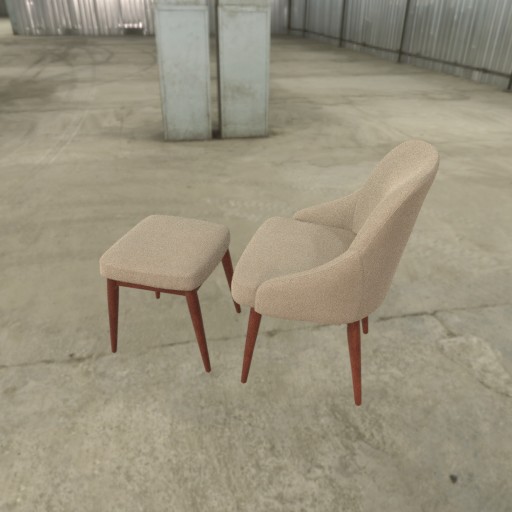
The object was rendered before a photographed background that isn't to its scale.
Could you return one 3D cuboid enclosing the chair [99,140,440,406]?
[{"bbox_3d":[0.000,0.000,1.637,1.114,0.866,0.584,8,31,14],"label":"chair"}]
